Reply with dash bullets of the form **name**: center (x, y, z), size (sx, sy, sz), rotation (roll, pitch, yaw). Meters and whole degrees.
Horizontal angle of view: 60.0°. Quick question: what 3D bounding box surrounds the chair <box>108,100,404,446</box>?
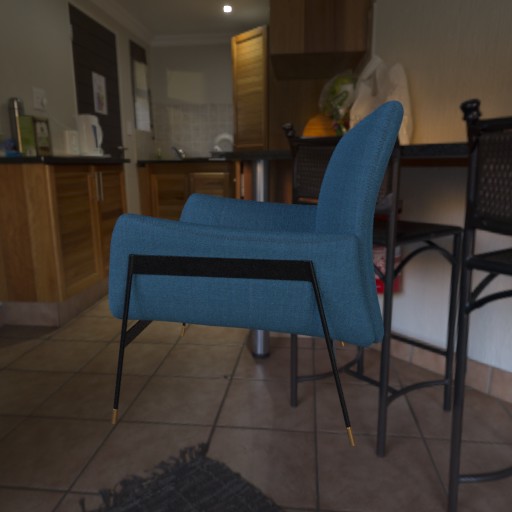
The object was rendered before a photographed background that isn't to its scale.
- **chair**: center (0.000, 0.000, 1.416), size (0.769, 0.859, 0.678), rotation (2, 13, 8)
